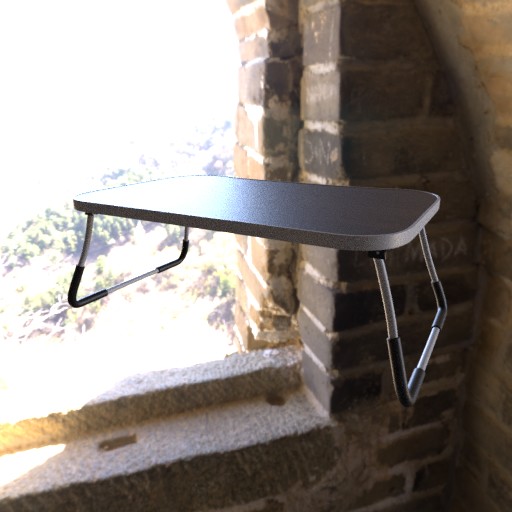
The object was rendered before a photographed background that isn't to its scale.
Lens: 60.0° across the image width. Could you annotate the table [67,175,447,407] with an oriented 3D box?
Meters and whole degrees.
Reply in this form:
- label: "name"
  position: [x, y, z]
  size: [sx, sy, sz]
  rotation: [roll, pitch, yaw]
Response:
- label: "table"
  position: [0.000, 0.000, 0.838]
  size: [0.660, 0.232, 0.400]
  rotation: [10, 20, 28]
